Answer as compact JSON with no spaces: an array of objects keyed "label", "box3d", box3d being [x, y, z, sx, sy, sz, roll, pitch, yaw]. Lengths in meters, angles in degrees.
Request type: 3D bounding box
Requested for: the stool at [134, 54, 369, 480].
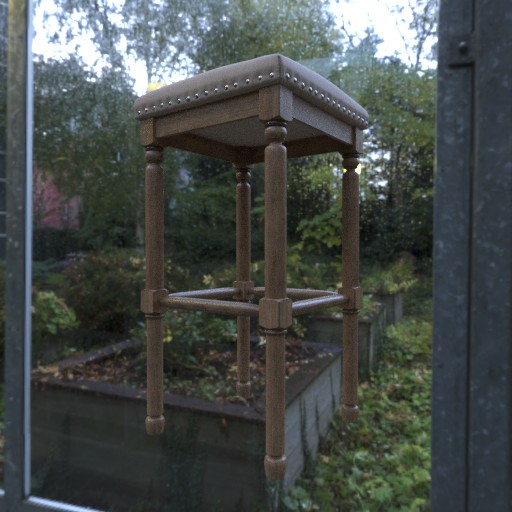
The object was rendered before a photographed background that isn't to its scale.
[{"label":"stool","box3d":[0.000,0.000,0.996,0.382,0.768,0.383,0,1,36]}]
